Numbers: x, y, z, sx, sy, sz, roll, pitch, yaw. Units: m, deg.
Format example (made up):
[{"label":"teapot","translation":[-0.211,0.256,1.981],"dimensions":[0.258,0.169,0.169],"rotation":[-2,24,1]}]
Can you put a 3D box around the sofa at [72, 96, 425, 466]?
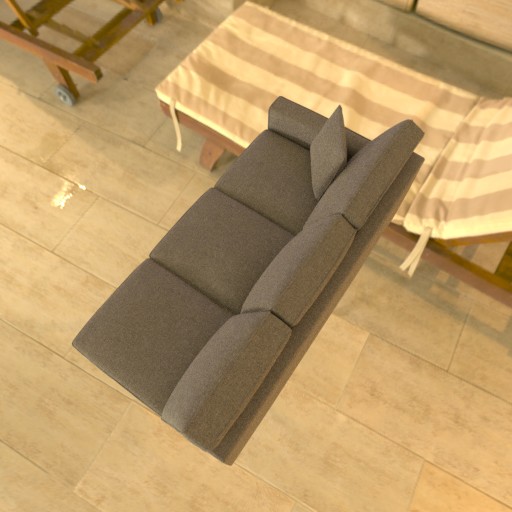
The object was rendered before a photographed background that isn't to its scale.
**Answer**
[{"label":"sofa","translation":[0.000,0.000,2.521],"dimensions":[1.034,0.946,1.963],"rotation":[32,67,15]}]
